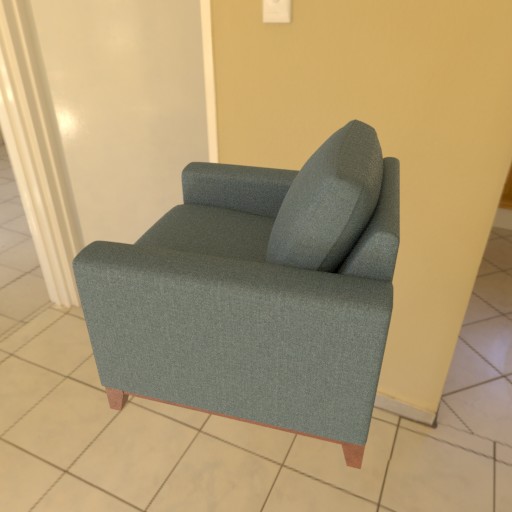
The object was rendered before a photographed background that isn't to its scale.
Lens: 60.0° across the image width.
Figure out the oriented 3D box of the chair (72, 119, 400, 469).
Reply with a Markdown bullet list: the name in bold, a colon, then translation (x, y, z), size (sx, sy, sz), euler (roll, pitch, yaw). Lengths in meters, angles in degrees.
- **chair**: translation (0.000, 0.000, 1.819), size (1.038, 1.010, 1.024), euler (8, 32, 13)
